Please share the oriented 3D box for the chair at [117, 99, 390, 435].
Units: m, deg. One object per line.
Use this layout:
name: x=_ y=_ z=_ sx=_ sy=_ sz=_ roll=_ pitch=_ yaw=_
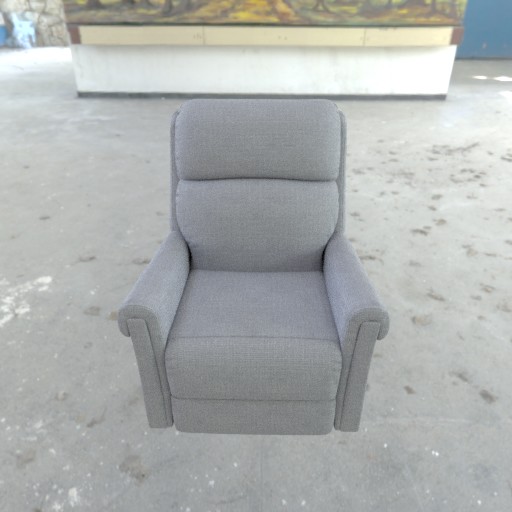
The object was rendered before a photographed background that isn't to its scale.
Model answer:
chair: x=0.000 y=0.000 z=1.753 sx=0.838 sy=1.054 sz=1.014 roll=1 pitch=31 yaw=1
